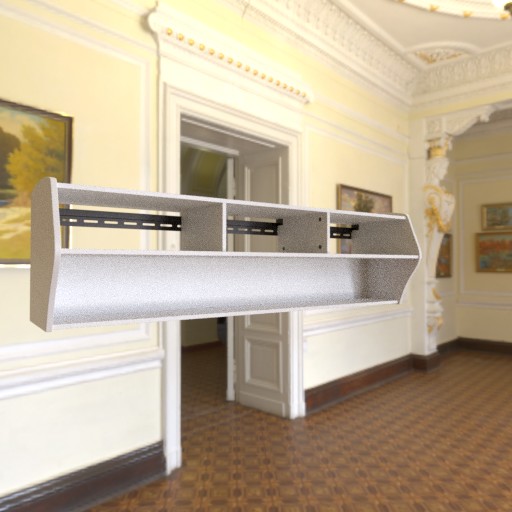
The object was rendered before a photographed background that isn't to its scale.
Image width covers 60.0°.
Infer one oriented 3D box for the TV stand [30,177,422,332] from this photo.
[{"bbox_3d":[0.000,0.000,1.667,1.473,0.424,0.397,1,-1,-35],"label":"TV stand"}]
